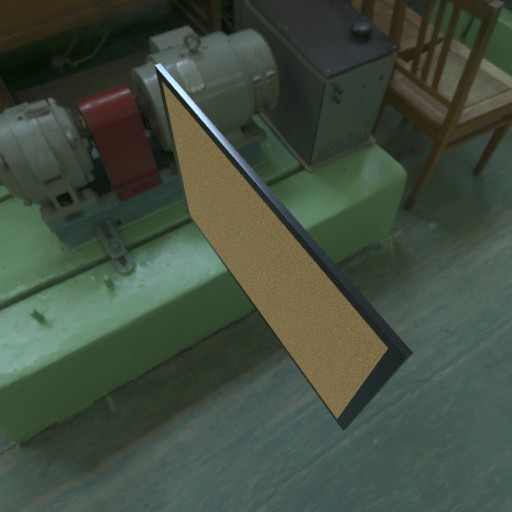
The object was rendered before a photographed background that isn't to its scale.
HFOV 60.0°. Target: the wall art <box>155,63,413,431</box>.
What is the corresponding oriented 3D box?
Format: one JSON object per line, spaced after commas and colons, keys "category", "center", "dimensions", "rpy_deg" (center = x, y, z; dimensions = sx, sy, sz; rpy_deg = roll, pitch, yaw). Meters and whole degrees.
{"category": "wall art", "center": [0.000, 0.000, 1.061], "dimensions": [0.015, 0.552, 0.819], "rpy_deg": [-29, 63, -17]}
